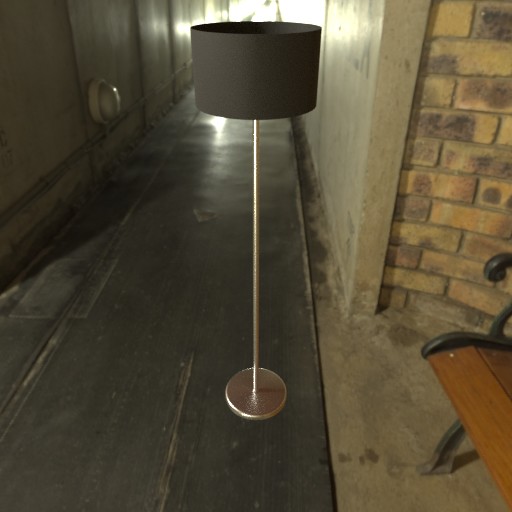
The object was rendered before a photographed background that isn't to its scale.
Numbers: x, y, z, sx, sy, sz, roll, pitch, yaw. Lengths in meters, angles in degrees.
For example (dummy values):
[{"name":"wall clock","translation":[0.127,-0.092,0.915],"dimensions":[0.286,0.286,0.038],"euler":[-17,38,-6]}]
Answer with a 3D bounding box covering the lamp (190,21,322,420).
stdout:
[{"name":"lamp","translation":[0.000,0.000,1.565],"dimensions":[0.348,1.443,0.348],"euler":[-21,38,-29]}]
